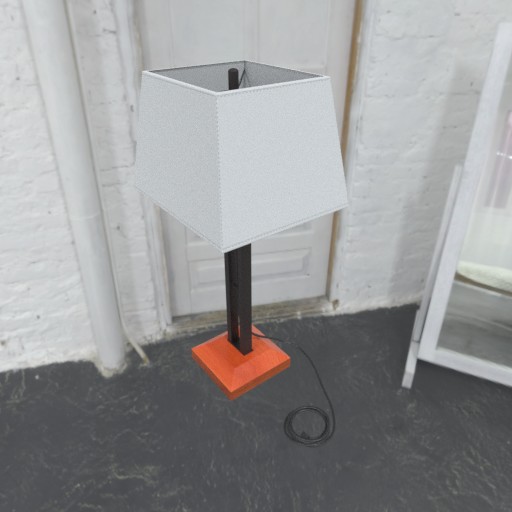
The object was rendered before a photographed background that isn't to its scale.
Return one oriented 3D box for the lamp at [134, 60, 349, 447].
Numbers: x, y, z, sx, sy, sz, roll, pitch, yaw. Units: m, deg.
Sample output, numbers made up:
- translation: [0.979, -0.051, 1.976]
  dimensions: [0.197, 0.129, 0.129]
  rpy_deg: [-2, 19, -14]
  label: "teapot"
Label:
- translation: [0.000, 0.000, 0.955]
  dimensions: [0.310, 0.737, 0.498]
  rpy_deg: [-21, 37, -31]
  label: "lamp"
